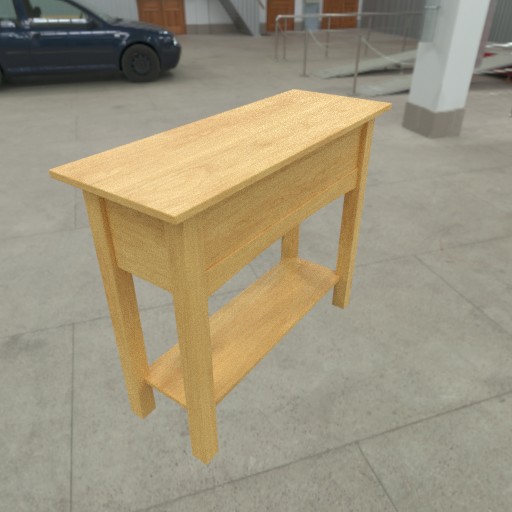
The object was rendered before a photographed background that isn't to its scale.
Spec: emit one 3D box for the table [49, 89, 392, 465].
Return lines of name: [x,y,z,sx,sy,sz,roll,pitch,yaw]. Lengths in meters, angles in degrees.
table: [0.000,0.000,1.272,0.340,0.728,0.900,21,38,30]
